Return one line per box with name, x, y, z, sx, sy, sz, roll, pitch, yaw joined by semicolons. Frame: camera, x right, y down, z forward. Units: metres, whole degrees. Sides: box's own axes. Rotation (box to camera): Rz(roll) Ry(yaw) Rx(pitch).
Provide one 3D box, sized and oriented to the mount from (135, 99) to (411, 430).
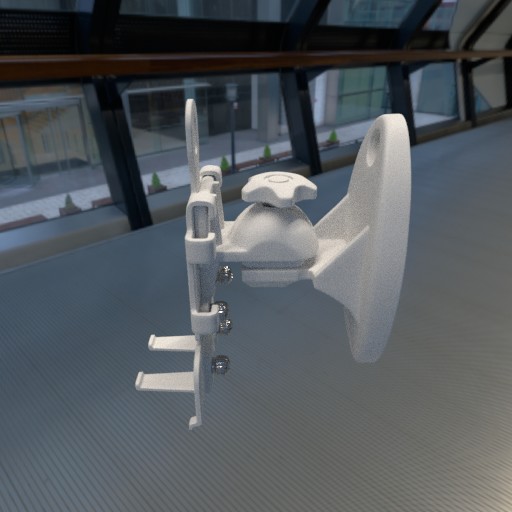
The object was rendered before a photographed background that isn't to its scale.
mount;0.000;0.000;0.175;0.100;0.118;0.066;0;27;-1
